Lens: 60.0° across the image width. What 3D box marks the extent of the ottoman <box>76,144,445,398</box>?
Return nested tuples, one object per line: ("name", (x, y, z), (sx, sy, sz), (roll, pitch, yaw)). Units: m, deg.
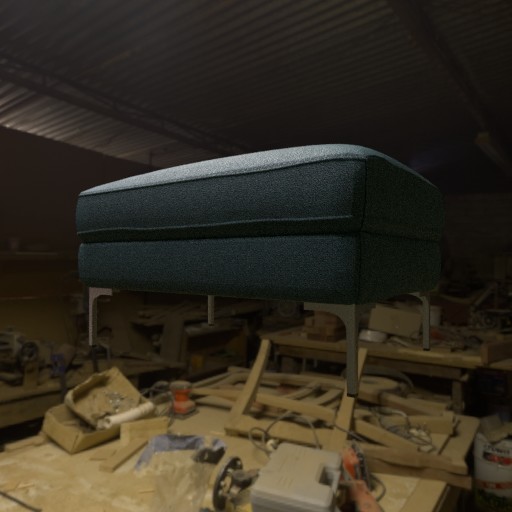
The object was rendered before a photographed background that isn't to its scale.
("ottoman", (0.000, 0.000, 1.195), (0.856, 0.498, 0.563), (0, -1, 36))
